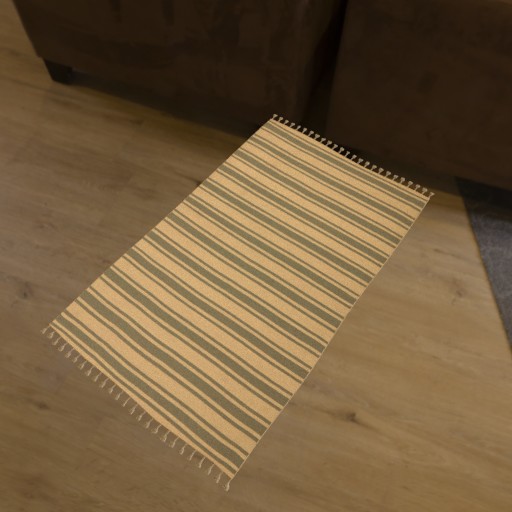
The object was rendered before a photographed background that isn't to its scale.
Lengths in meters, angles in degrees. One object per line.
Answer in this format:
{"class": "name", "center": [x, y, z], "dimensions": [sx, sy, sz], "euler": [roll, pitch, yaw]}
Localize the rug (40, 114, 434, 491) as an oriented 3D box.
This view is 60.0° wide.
{"class": "rug", "center": [0.000, 0.000, 2.510], "dimensions": [1.222, 0.009, 2.084], "euler": [32, 63, 19]}
